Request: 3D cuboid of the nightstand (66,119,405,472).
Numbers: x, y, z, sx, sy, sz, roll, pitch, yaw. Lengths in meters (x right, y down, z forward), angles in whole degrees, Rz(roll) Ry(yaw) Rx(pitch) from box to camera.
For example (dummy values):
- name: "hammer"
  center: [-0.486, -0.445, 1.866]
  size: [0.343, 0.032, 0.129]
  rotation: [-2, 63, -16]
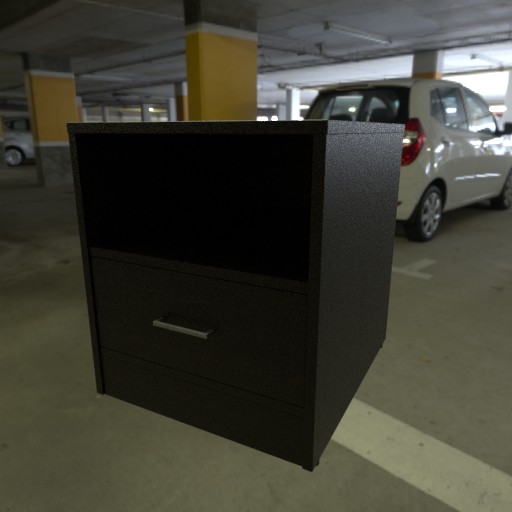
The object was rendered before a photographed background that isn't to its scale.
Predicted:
- name: "nightstand"
  center: [0.000, 0.000, 0.803]
  size: [0.400, 0.460, 0.461]
  rotation: [8, 18, 27]
